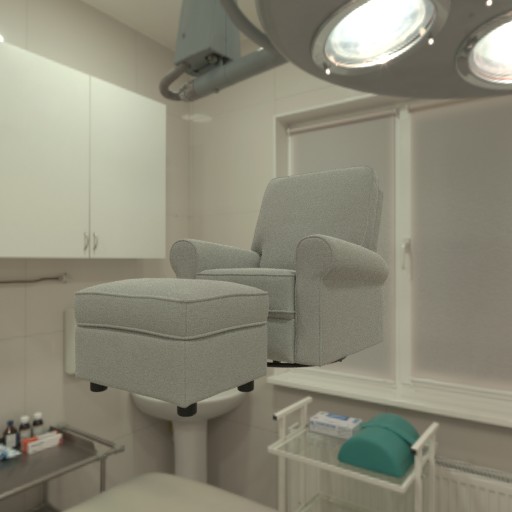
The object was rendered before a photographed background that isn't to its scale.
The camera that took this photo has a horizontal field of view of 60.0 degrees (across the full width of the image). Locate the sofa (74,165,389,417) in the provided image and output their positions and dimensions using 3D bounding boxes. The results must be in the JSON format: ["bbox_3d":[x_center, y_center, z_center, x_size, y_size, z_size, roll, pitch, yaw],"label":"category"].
[{"bbox_3d":[0.000,0.000,1.989,0.880,0.959,1.478,0,-1,35],"label":"sofa"}]
